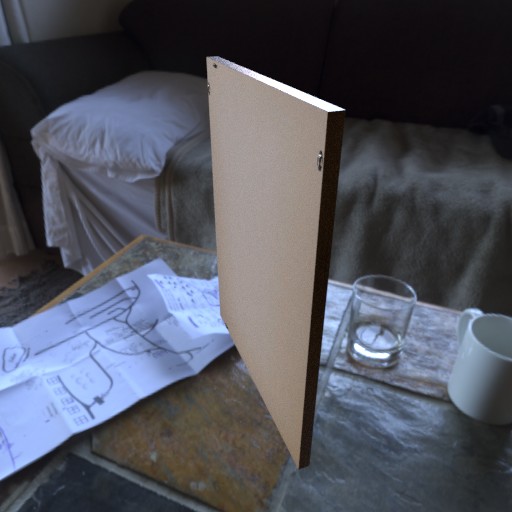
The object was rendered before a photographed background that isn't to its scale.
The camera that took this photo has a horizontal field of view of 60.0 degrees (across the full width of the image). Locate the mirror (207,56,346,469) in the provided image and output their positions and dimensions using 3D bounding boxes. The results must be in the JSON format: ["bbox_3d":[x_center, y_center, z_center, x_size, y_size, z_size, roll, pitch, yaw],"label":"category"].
[{"bbox_3d":[0.000,0.000,1.334,0.040,1.016,0.762,-11,33,-18],"label":"mirror"}]
